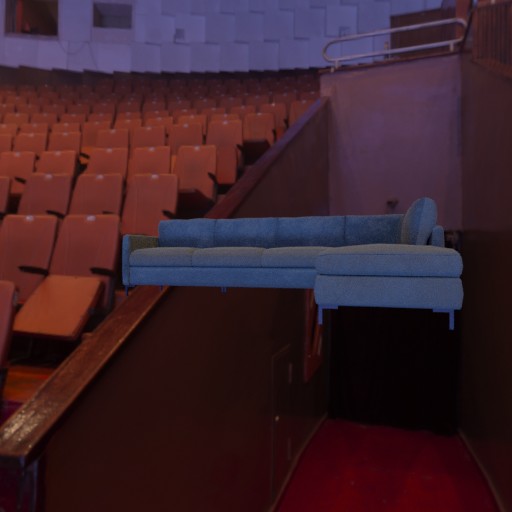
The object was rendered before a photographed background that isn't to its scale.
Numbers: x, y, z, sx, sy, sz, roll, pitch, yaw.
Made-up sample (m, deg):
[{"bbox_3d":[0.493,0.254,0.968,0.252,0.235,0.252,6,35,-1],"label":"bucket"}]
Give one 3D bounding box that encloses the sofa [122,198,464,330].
[{"bbox_3d":[0.000,0.000,3.204,2.486,0.687,1.707,0,0,16],"label":"sofa"}]
